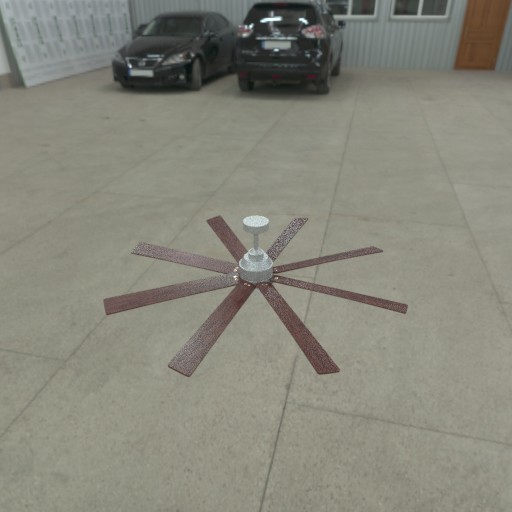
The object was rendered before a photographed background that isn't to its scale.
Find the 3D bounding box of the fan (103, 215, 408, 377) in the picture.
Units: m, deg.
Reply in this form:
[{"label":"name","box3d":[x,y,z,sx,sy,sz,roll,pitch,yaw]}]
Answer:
[{"label":"fan","box3d":[0.000,0.000,2.712,1.830,0.472,1.830,-11,31,-19]}]
